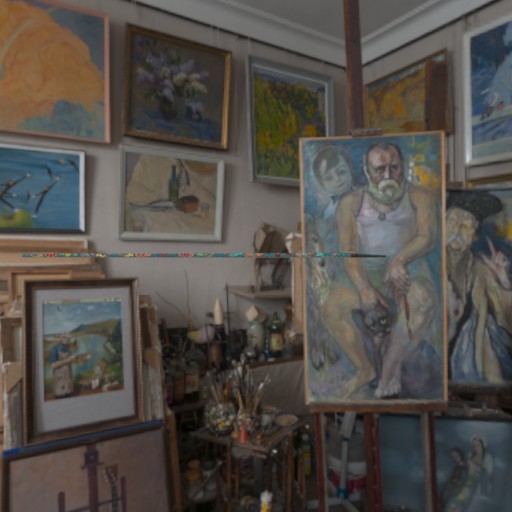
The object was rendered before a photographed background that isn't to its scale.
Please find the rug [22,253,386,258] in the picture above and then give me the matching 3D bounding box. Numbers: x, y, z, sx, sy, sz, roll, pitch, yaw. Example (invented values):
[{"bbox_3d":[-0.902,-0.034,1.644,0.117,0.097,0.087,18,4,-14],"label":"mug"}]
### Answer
[{"bbox_3d":[0.000,0.000,2.317,1.216,0.014,1.836,0,0,19],"label":"rug"}]
